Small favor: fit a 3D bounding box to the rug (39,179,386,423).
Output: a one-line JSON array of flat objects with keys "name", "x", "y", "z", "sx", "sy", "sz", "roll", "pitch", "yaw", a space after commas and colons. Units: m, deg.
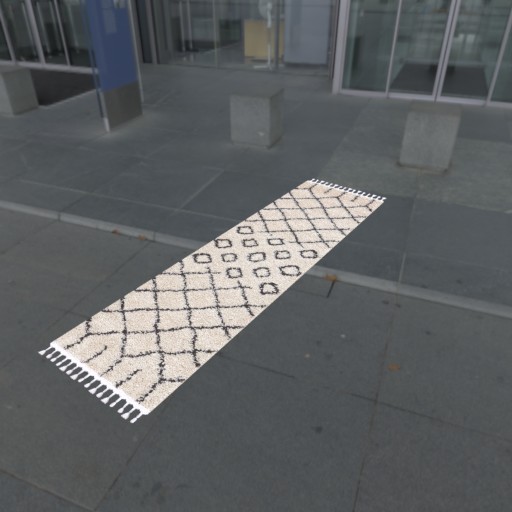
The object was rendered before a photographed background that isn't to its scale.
[{"name": "rug", "x": 0.000, "y": 0.000, "z": 2.684, "sx": 0.660, "sy": 0.005, "sz": 2.464, "roll": 22, "pitch": 39, "yaw": 30}]
